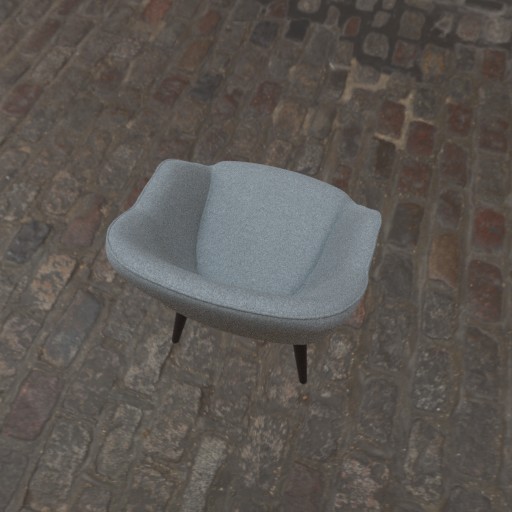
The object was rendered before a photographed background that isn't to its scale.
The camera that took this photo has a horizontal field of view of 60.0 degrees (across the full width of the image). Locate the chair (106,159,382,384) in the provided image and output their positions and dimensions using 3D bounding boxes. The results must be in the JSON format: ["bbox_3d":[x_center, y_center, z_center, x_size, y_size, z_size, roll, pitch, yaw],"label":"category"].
[{"bbox_3d":[0.000,0.000,1.246,0.589,0.810,0.611,16,65,8],"label":"chair"}]
